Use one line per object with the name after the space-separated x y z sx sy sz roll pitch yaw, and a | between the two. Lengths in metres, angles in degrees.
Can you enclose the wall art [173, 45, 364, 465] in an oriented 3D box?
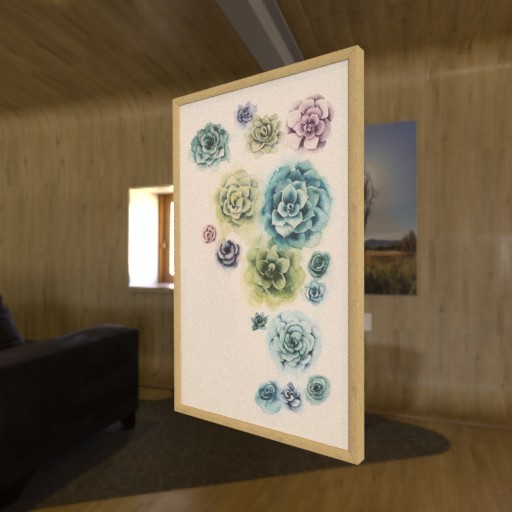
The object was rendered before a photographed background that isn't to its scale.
0.000 0.000 1.016 0.510 0.810 0.039 0 0 36 | wall art
